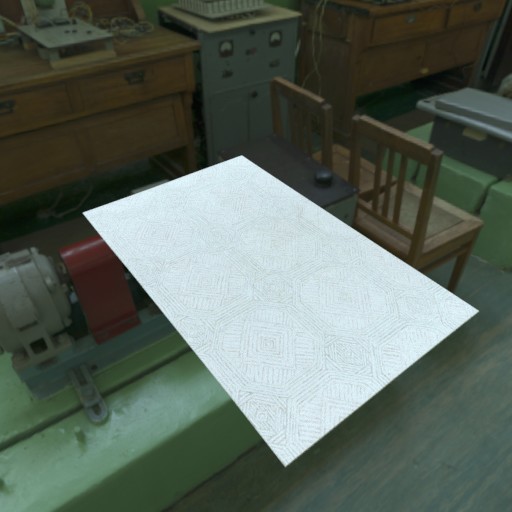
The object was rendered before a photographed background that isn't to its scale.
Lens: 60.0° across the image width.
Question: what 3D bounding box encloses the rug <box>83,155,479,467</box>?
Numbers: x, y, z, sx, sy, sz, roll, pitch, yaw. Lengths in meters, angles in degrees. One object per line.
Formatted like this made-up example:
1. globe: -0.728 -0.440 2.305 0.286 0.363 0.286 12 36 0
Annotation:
1. rug: 0.000 0.000 3.048 1.524 0.008 2.440 -26 47 -27
